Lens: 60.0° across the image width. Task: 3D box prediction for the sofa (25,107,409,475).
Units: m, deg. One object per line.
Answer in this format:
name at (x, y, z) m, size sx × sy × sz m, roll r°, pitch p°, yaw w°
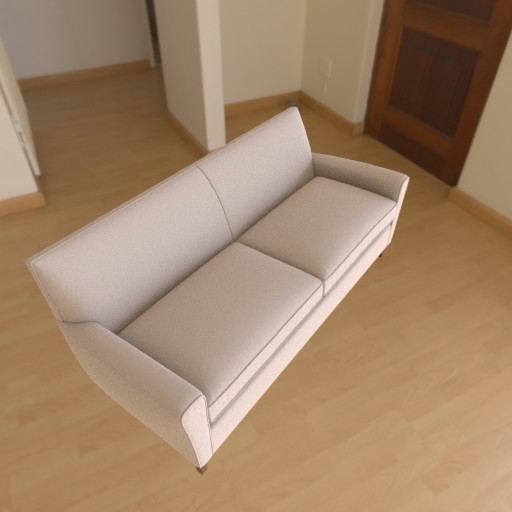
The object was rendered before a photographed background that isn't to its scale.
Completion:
sofa at (0.000, 0.000, 2.400) m, size 0.875 × 0.846 × 2.000 m, roll 26°, pitch 47°, yaw 27°
